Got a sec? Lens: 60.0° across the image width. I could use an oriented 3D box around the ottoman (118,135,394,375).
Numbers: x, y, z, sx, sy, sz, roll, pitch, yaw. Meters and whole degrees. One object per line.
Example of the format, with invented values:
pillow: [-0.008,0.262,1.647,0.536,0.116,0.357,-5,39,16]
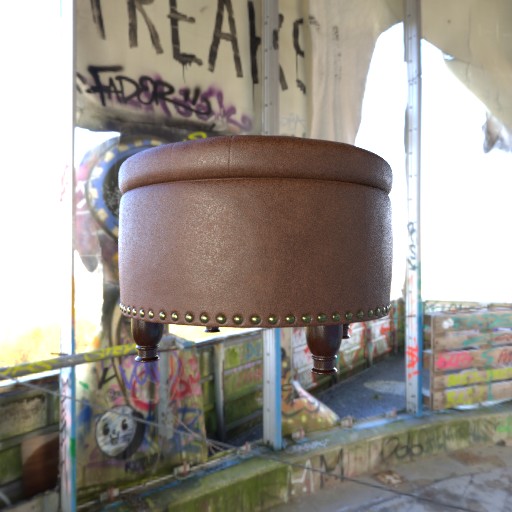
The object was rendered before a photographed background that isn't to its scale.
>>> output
ottoman: [0.000,0.000,1.074,0.637,0.442,0.637,0,0,0]
